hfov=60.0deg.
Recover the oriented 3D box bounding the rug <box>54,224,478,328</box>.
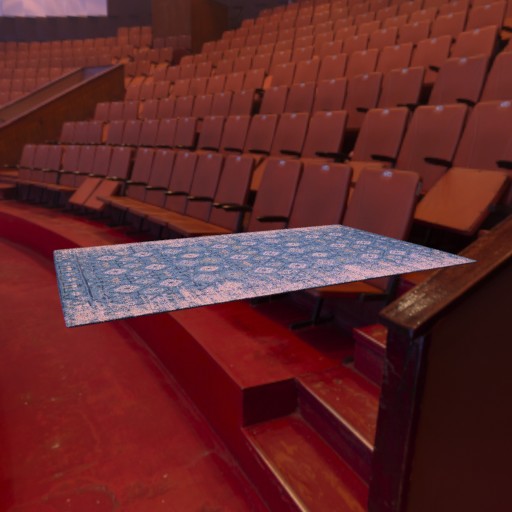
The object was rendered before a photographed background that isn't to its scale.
[{"bbox_3d":[0.000,0.000,2.176,1.795,0.008,1.102,-7,15,-25],"label":"rug"}]
